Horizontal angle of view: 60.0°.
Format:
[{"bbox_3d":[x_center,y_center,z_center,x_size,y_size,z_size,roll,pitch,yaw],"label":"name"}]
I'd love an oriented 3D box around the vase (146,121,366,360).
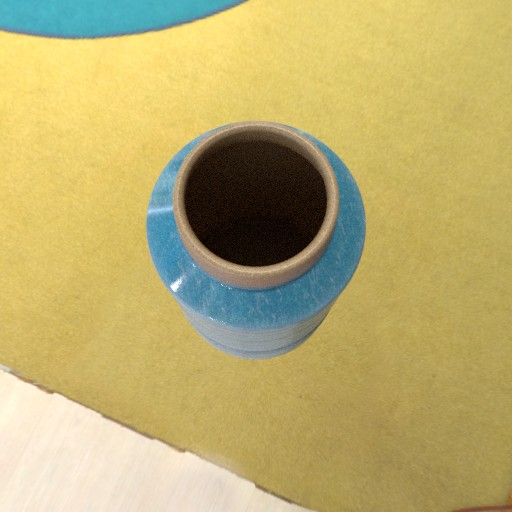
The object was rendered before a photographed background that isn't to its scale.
[{"bbox_3d":[0.000,0.000,0.367,0.163,0.267,0.163,0,76,0],"label":"vase"}]
